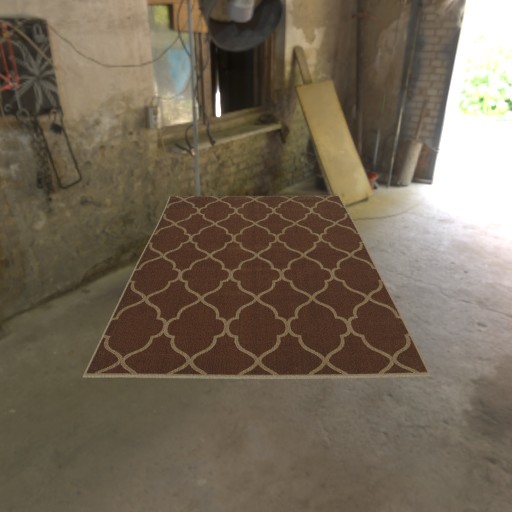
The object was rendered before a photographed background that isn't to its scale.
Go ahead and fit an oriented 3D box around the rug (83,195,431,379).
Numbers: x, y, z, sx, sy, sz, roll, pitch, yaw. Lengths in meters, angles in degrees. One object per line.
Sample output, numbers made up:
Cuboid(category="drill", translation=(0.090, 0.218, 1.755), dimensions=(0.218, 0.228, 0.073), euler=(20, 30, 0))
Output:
Cuboid(category="rug", translation=(0.000, 0.000, 2.937), dimensions=(1.528, 0.014, 2.294), euler=(0, 28, 0))
